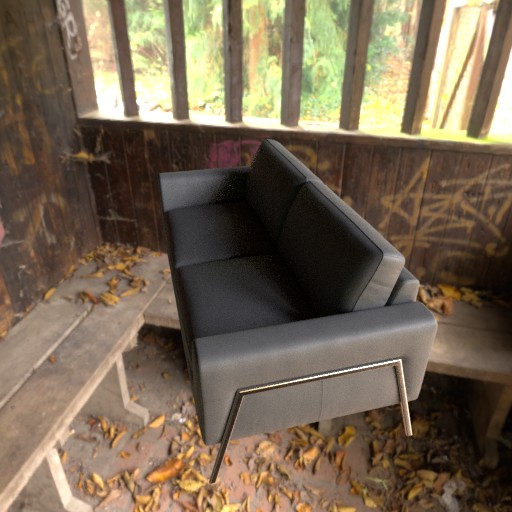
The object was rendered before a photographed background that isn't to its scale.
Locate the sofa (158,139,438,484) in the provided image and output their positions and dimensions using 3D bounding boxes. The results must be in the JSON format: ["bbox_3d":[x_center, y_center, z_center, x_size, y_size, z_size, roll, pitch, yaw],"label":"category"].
[{"bbox_3d":[0.000,0.000,2.524,0.953,0.875,2.017,-7,31,-13],"label":"sofa"}]
